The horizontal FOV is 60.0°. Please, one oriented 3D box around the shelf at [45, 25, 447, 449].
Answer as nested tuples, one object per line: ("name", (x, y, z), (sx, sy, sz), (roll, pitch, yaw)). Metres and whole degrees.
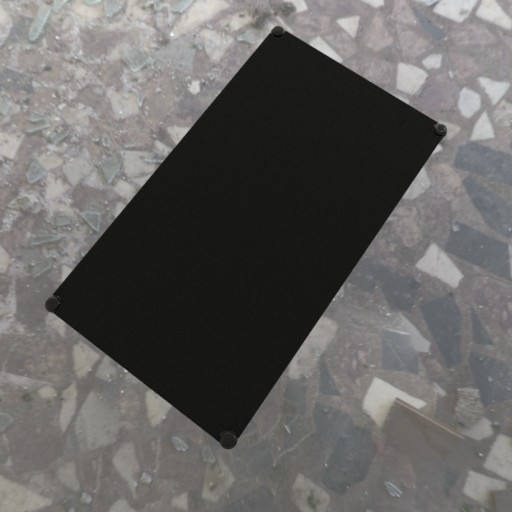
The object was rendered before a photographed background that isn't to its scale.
("shelf", (0.000, 0.000, 0.940), (0.338, 0.564, 0.589), (35, 79, 8))
